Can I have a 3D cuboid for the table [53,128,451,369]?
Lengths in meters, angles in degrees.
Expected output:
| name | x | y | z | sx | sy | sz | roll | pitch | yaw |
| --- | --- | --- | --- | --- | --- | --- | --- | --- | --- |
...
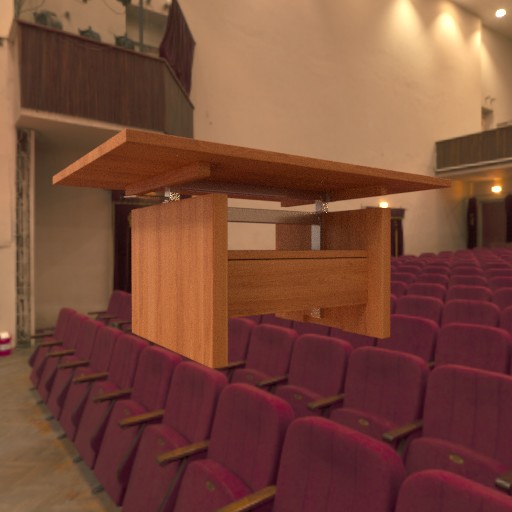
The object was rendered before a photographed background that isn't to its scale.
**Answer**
| name | x | y | z | sx | sy | sz | roll | pitch | yaw |
| --- | --- | --- | --- | --- | --- | --- | --- | --- | --- |
| table | 0.000 | 0.000 | 1.454 | 1.100 | 0.510 | 0.700 | -1 | 1 | -35 |
